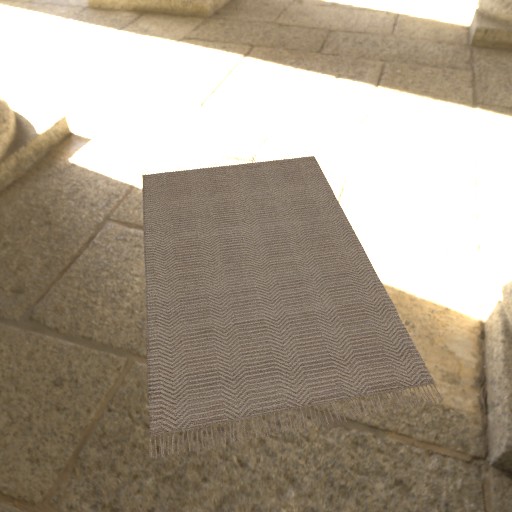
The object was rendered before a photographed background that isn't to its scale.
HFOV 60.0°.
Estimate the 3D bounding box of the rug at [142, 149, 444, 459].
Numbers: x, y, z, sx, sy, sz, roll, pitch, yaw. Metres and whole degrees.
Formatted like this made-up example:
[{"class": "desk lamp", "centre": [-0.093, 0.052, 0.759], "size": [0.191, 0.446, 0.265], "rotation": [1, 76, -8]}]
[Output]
[{"class": "rug", "centre": [0.000, 0.000, 3.084], "size": [1.528, 0.034, 2.523], "rotation": [-8, 46, -8]}]
